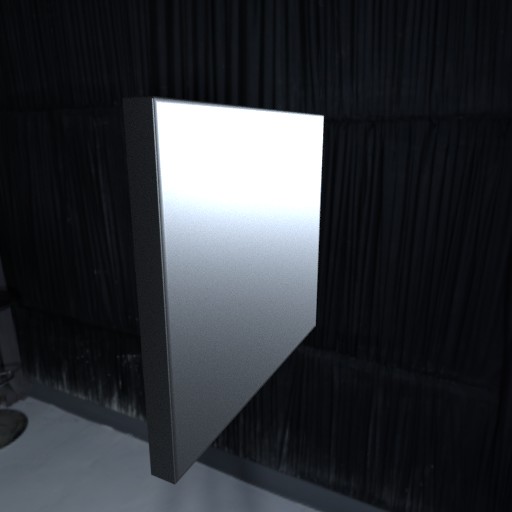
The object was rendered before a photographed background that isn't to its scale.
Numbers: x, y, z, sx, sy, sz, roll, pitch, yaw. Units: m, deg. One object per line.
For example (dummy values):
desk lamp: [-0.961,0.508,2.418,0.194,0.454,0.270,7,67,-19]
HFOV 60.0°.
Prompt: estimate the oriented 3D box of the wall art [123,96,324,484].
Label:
wall art: [0.000,0.000,0.524,0.028,0.330,0.380,8,17,26]
